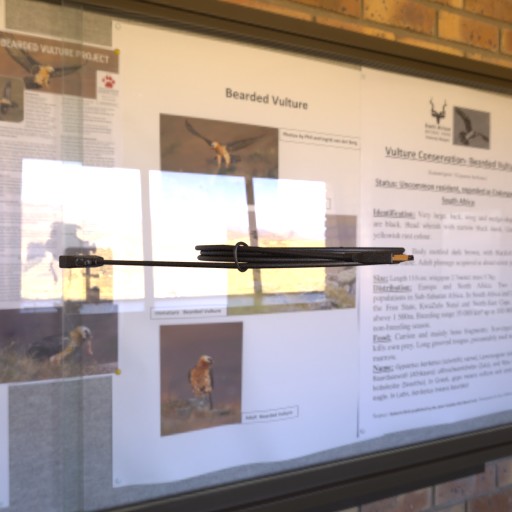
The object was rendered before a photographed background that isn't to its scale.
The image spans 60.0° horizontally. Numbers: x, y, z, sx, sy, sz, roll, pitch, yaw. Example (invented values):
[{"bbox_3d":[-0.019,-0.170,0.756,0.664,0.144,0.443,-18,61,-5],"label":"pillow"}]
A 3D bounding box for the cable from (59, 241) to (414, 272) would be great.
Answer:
[{"bbox_3d":[0.000,0.000,0.529,0.422,0.030,0.257,1,1,35],"label":"cable"}]
